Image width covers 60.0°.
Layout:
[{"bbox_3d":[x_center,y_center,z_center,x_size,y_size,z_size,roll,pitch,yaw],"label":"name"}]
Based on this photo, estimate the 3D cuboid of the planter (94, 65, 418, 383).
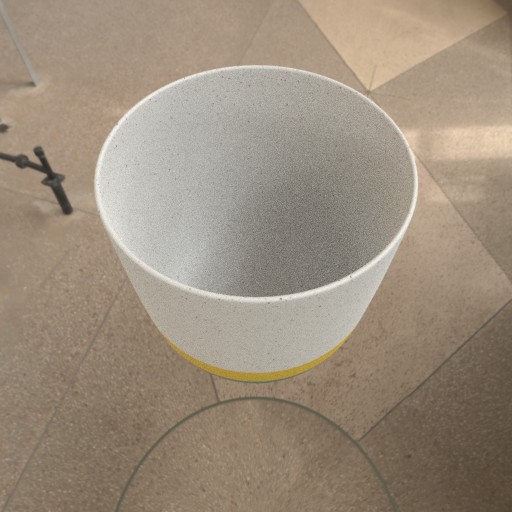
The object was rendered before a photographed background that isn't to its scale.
[{"bbox_3d":[0.000,0.000,0.359,0.195,0.214,0.195,0,57,0],"label":"planter"}]
